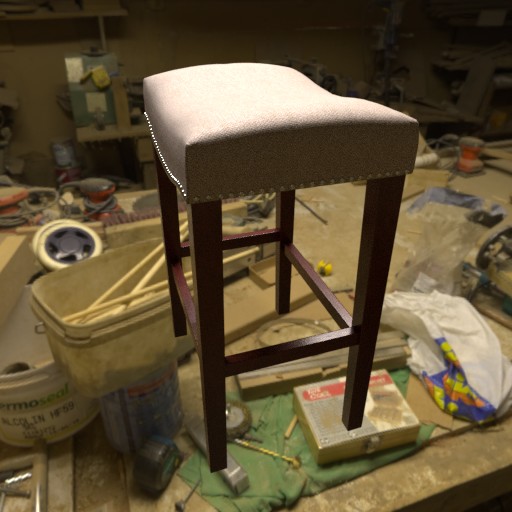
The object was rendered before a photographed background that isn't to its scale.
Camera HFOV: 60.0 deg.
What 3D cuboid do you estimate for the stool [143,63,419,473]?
[{"bbox_3d":[0.000,0.000,0.993,0.372,0.742,0.504,-10,33,-16],"label":"stool"}]
